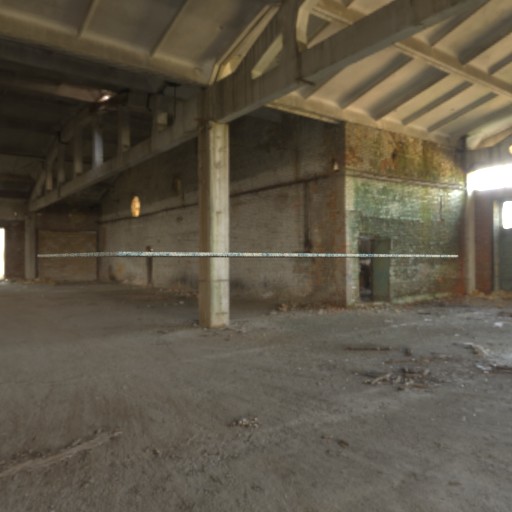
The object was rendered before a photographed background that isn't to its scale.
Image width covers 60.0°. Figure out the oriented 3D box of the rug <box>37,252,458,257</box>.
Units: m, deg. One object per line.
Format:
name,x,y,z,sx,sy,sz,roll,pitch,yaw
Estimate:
rug,0.000,0.000,3.013,2.439,0.015,1.524,0,0,-37
